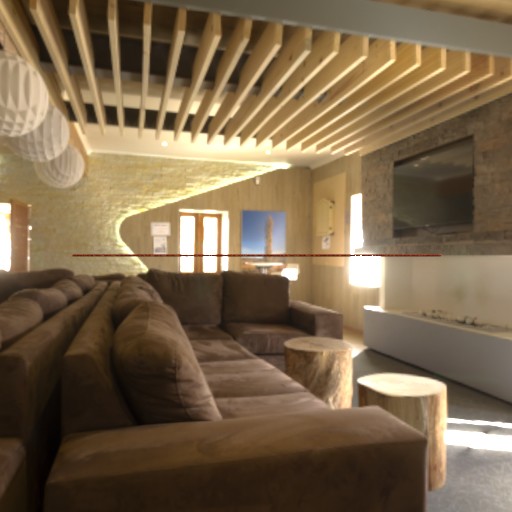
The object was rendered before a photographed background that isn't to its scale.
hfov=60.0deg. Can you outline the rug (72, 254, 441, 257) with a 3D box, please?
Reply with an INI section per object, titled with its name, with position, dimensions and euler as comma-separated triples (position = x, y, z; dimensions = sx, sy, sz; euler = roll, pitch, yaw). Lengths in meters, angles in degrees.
[rug]
position = 0.000, 0.000, 3.048
dimensions = 1.531, 0.010, 2.442
euler = 0, 0, 0
